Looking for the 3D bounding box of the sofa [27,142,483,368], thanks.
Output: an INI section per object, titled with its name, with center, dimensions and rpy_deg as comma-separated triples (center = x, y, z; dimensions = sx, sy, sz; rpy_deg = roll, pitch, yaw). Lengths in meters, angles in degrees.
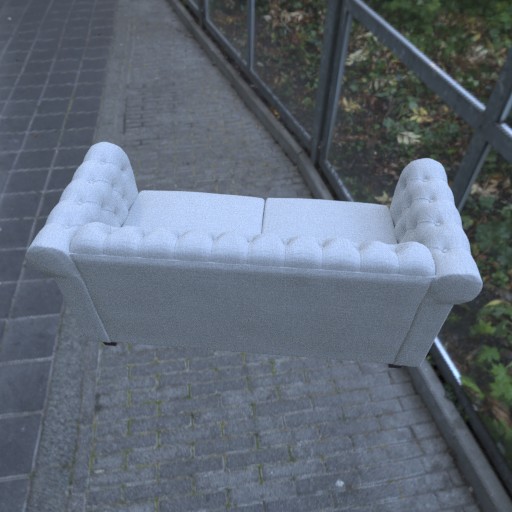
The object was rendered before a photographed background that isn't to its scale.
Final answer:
[sofa]
center = 0.000, 0.000, 2.219
dimensions = 1.798, 0.797, 0.783
rpy_deg = 4, 47, 3
